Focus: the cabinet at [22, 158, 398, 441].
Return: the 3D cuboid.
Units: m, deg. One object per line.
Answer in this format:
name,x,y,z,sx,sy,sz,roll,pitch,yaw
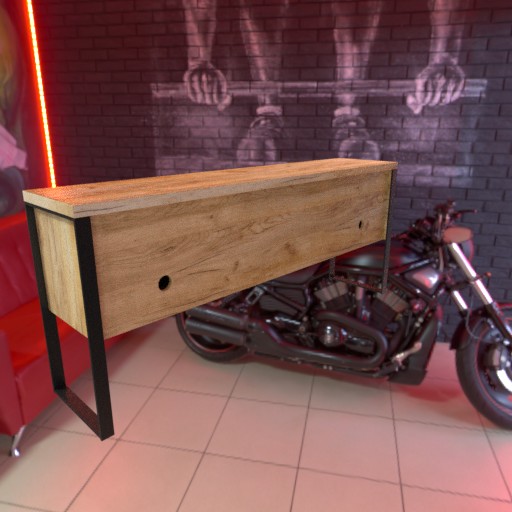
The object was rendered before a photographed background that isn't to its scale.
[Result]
cabinet,0.000,0.000,2.049,0.395,0.762,1.800,16,23,42
